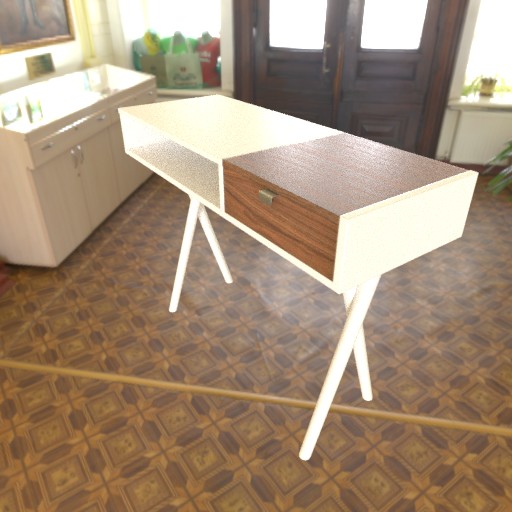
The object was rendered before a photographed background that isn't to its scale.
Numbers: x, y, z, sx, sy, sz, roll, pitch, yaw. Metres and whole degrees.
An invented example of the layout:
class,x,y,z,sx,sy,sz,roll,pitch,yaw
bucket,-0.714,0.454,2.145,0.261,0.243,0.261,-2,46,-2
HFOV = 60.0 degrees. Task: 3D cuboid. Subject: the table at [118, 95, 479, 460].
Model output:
class,x,y,z,sx,sy,sz,roll,pitch,yaw
table,0.000,0.000,1.421,0.418,0.785,1.066,-20,36,-30
